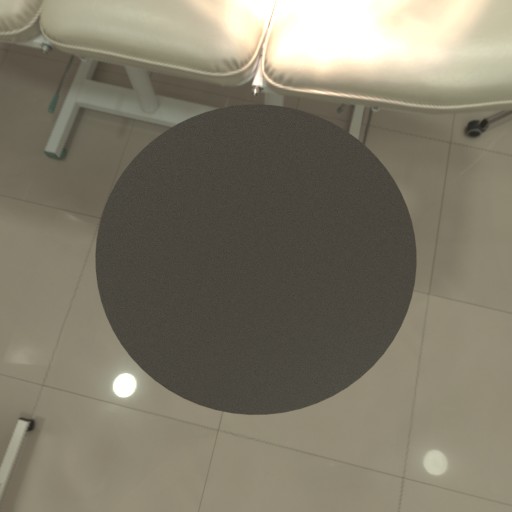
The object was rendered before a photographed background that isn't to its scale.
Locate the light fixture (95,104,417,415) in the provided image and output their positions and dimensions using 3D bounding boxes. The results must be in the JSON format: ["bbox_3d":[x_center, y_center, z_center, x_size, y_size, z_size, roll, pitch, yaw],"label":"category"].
[{"bbox_3d":[0.000,0.000,0.554,0.368,0.100,0.368,0,75,0],"label":"light fixture"}]
